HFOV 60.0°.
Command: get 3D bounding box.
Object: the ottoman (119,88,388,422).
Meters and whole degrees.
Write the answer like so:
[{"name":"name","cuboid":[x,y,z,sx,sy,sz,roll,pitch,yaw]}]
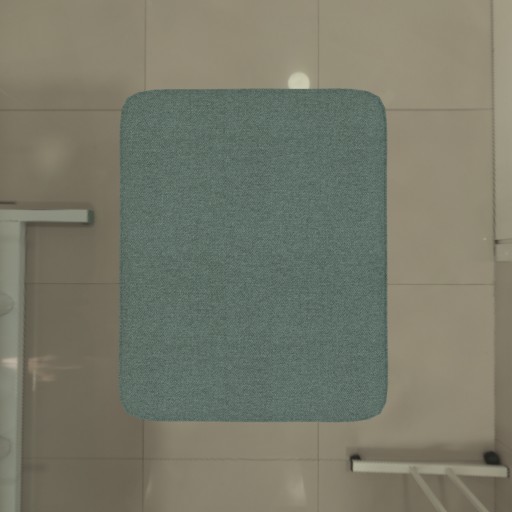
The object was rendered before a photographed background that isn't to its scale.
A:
[{"name":"ottoman","cuboid":[0.000,0.000,1.145,0.589,0.537,0.738,0,89,1]}]
